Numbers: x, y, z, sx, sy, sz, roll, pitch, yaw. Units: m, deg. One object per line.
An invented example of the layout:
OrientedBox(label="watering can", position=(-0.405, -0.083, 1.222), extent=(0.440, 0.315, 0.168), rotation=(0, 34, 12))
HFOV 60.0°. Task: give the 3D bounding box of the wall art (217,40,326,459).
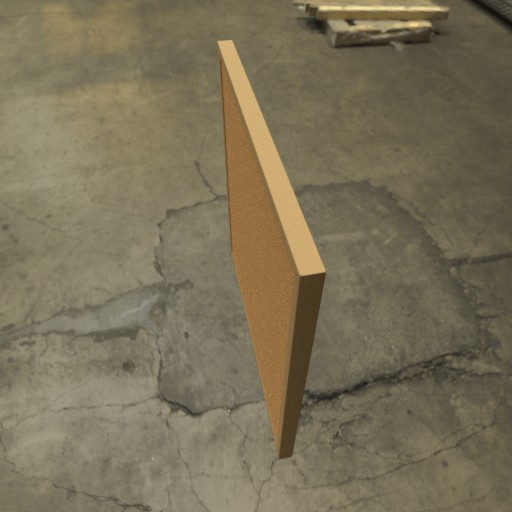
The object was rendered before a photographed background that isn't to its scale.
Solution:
OrientedBox(label="wall art", position=(0.000, 0.000, 1.128), extent=(0.037, 0.761, 0.761), rotation=(-9, 49, -8))
